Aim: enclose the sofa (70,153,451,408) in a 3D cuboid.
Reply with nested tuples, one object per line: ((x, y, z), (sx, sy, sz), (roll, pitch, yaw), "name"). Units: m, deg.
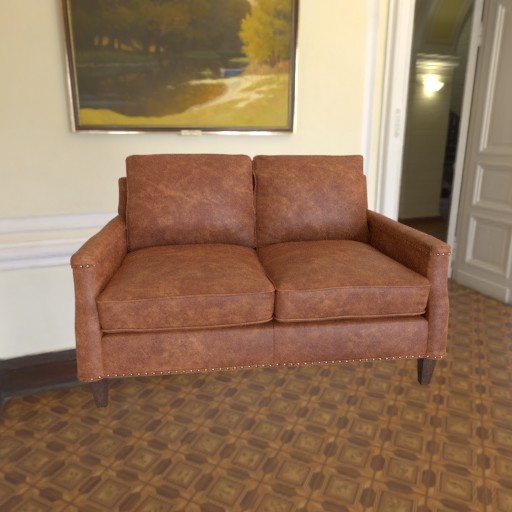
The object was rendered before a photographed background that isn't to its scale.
((0.000, 0.000, 2.286), (1.597, 1.003, 1.084), (-2, 16, -7), "sofa")
